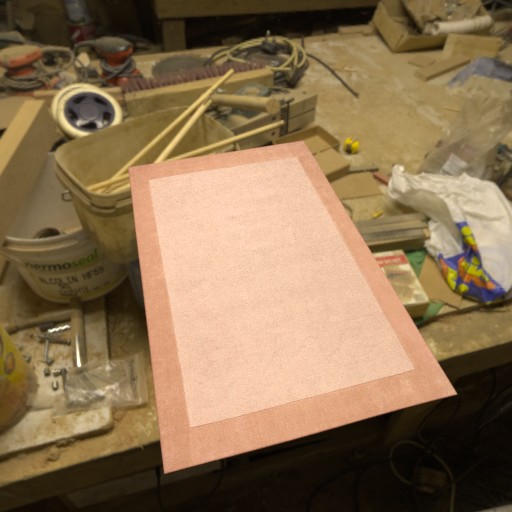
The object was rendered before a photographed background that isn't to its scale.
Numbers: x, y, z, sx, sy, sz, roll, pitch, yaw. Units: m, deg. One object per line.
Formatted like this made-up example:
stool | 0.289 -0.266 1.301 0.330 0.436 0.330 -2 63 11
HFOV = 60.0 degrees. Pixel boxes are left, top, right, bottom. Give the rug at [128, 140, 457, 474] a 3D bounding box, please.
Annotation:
rug | 0.000 0.000 2.972 1.524 0.014 2.438 -11 48 -10
